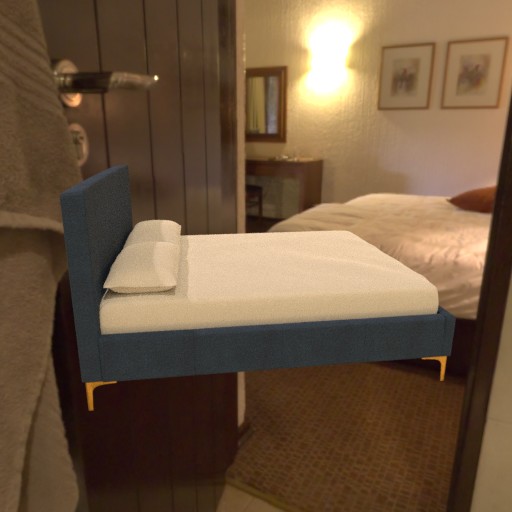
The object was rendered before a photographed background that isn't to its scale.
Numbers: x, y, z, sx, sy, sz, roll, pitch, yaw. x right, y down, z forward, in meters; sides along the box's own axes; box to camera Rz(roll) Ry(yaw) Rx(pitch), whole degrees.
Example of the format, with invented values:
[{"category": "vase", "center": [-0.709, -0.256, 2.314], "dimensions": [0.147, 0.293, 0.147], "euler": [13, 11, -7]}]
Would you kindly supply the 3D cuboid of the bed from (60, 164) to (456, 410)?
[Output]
[{"category": "bed", "center": [0.000, 0.000, 3.253], "dimensions": [2.172, 1.231, 1.723], "euler": [-2, 16, -8]}]
